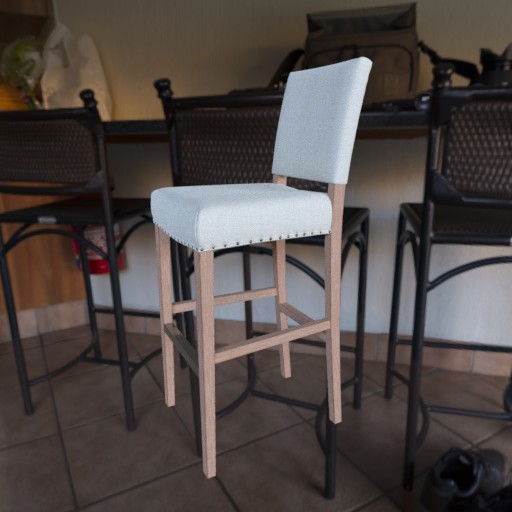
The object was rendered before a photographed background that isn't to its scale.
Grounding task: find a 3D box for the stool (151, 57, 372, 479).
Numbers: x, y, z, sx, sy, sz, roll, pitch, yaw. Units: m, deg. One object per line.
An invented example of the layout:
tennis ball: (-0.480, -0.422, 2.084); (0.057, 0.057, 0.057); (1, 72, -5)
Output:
stool: (0.000, 0.000, 1.399); (0.546, 1.143, 0.428); (-8, 17, -26)
